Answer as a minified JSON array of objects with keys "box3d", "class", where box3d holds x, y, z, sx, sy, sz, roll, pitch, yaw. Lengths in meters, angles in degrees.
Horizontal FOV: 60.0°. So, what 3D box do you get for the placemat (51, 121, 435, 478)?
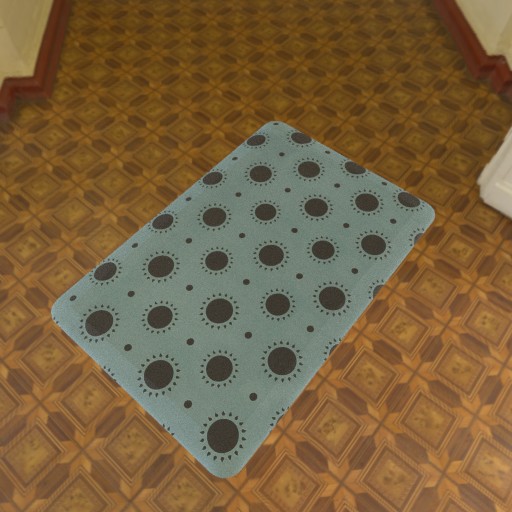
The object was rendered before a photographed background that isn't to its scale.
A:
[{"box3d":[0.000,0.000,0.978,0.508,0.021,0.762,35,64,20],"class":"placemat"}]
